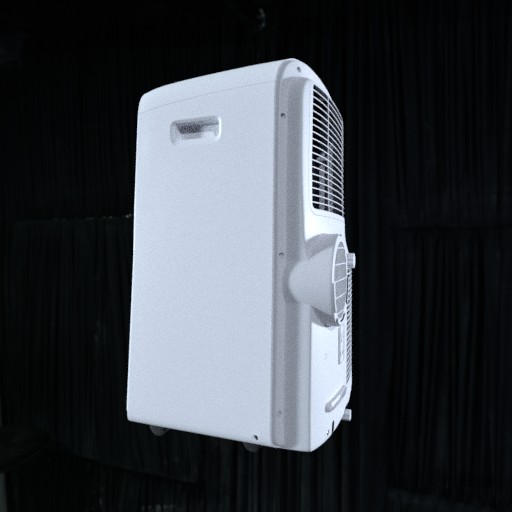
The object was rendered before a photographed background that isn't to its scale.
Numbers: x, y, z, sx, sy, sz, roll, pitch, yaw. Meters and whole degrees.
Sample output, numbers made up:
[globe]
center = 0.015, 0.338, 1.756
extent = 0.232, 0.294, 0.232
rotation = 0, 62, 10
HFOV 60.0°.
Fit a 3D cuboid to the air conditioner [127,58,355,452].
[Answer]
[air conditioner]
center = 0.000, 0.000, 1.064
extent = 0.467, 0.765, 0.478
rotation = 0, 1, 20
